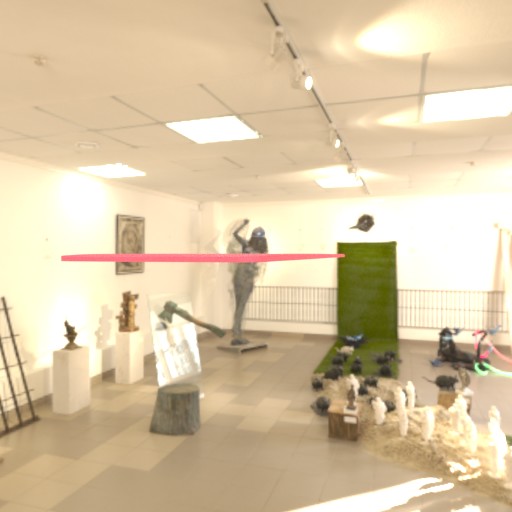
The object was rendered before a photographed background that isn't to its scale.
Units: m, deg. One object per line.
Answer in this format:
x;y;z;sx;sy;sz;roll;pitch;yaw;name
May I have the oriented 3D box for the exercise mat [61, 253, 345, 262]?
0.000;0.000;2.066;0.616;0.021;1.884;0;0;18;exercise mat
